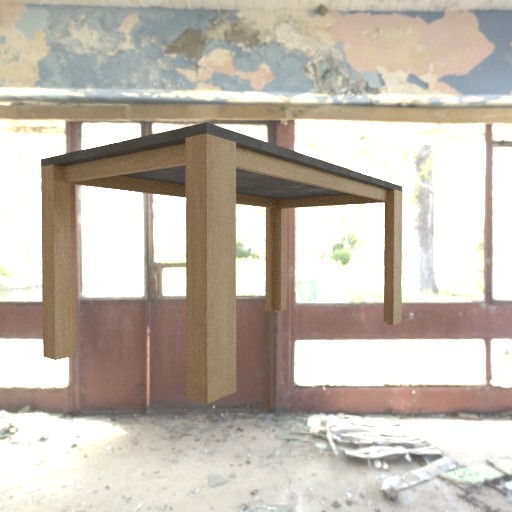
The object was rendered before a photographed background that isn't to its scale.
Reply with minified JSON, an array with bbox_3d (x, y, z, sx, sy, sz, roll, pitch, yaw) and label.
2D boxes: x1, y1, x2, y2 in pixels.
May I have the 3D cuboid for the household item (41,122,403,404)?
[{"bbox_3d":[0.000,0.000,2.082,0.850,0.755,1.600,1,2,36],"label":"household item"}]
